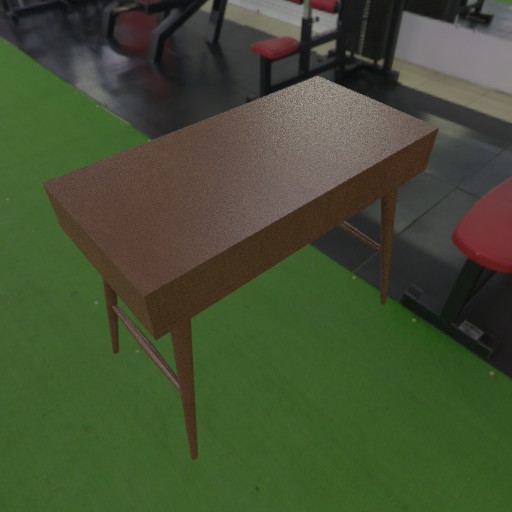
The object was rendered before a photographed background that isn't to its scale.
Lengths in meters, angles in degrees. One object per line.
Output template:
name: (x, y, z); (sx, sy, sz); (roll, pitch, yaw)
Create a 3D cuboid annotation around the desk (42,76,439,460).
desk: (0.000, 0.000, 1.419); (0.949, 0.758, 0.510); (-31, 52, -28)
